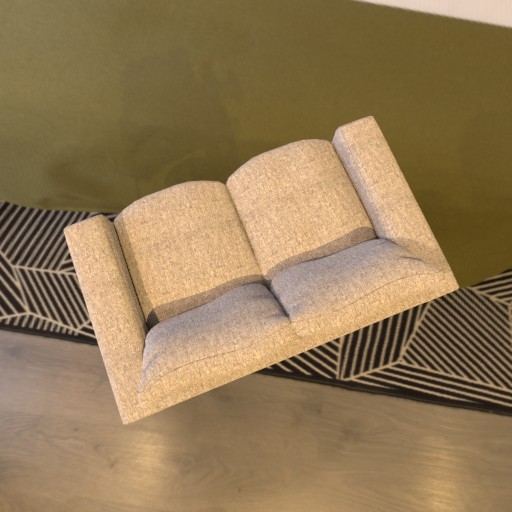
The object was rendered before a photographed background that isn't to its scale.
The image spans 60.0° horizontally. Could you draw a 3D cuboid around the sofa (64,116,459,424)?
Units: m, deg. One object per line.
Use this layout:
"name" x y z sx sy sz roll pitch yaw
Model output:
"sofa" 0.000 0.000 2.336 1.758 0.877 1.094 -21 78 -5
